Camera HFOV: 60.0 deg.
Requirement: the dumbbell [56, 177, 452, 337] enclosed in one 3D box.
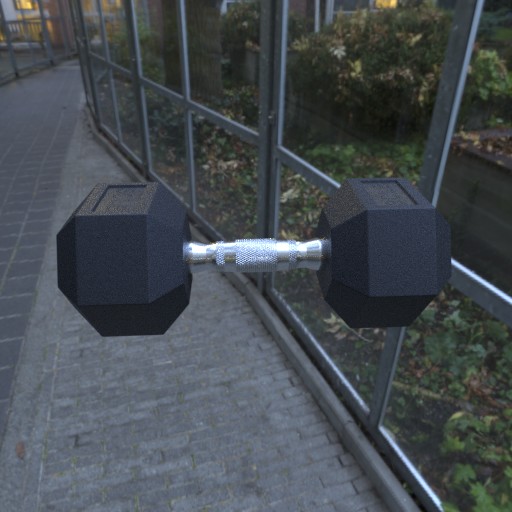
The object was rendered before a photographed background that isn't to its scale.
[{"bbox_3d":[0.000,0.000,0.415,0.337,0.123,0.142,-1,30,-3],"label":"dumbbell"}]
